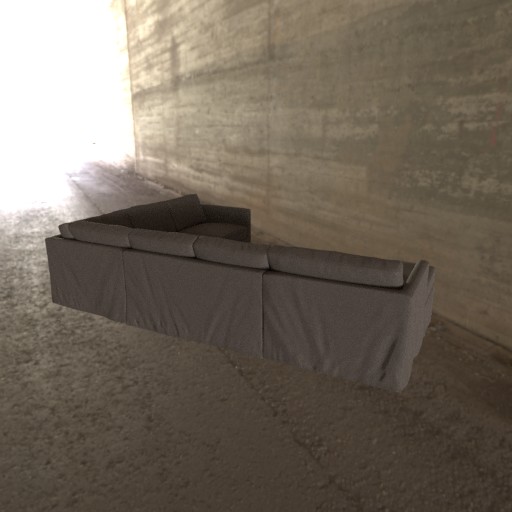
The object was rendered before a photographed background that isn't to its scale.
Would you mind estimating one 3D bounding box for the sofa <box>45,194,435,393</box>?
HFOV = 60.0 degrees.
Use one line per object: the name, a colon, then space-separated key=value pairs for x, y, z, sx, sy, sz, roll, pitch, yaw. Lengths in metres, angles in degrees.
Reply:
sofa: x=0.000 y=0.000 z=4.678 sx=3.528 sy=0.878 sz=2.476 roll=8 pitch=18 yaw=26
